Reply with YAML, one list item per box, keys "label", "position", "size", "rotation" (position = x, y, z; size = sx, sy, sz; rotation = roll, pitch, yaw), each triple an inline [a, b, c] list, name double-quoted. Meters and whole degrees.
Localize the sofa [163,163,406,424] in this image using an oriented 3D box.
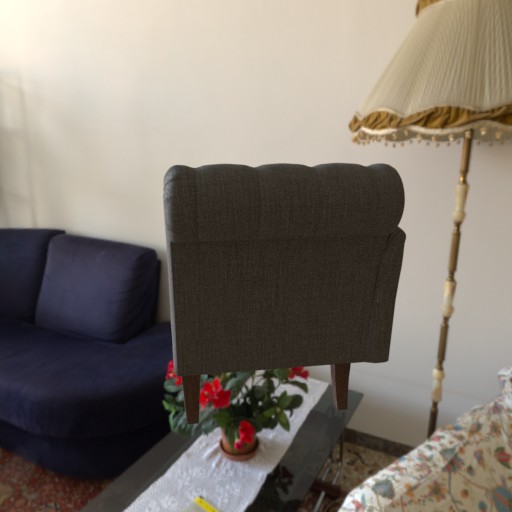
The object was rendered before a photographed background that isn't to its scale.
- label: "sofa"
  position: [0.000, 0.000, 1.788]
  size: [0.675, 0.787, 1.379]
  rotation: [-2, 15, -9]
